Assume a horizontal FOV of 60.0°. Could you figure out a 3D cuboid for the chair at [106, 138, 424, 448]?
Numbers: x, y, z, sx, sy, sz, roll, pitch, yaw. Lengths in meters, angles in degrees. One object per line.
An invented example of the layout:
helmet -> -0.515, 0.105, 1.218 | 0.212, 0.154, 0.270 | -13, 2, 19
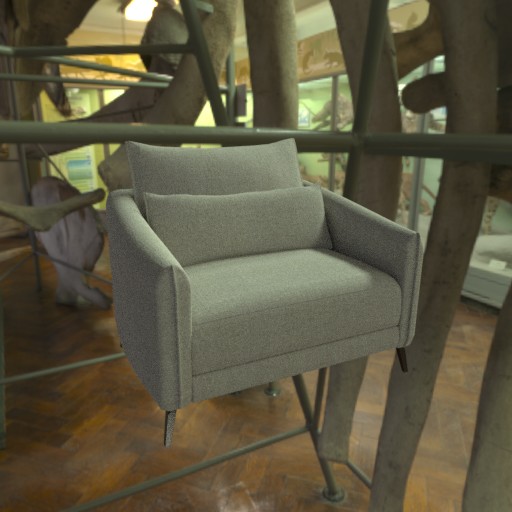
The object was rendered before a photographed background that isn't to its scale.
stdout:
chair -> 0.000, 0.000, 1.680 | 1.029, 0.856, 0.801 | -8, 17, -26
